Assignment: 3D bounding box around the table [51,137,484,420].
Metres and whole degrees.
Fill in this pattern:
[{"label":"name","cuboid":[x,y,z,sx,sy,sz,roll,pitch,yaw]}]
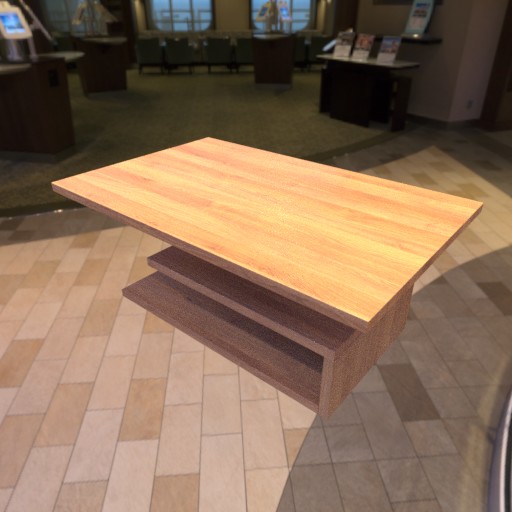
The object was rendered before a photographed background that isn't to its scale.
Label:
[{"label":"table","cuboid":[0.000,0.000,1.439,1.100,0.442,0.700,22,37,34]}]
